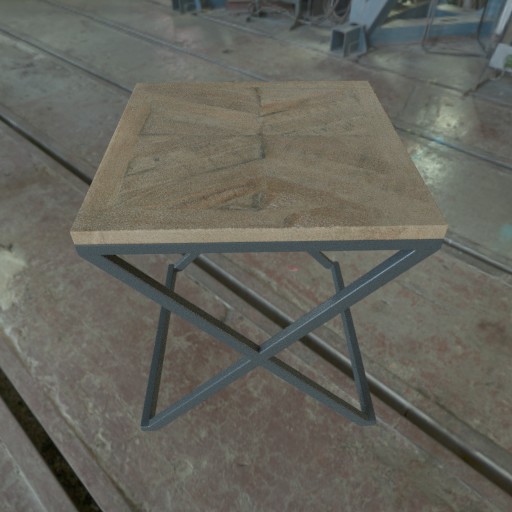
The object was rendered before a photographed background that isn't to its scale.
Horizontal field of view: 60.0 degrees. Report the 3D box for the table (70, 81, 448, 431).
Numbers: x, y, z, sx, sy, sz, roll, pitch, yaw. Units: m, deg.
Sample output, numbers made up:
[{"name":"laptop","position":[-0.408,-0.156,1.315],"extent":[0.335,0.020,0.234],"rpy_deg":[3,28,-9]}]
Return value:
[{"name":"table","position":[0.000,0.000,0.943],"extent":[0.498,0.550,0.499],"rpy_deg":[-1,42,-1]}]
